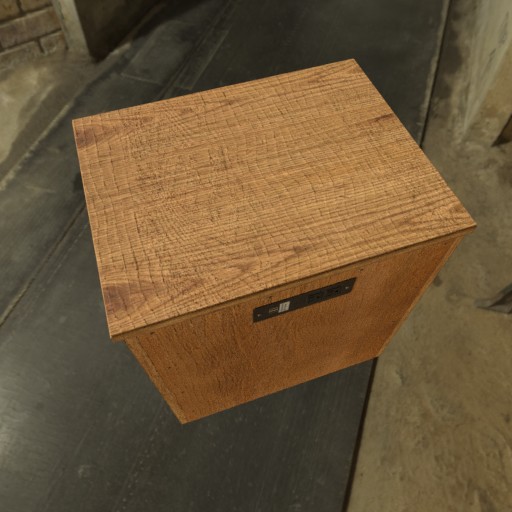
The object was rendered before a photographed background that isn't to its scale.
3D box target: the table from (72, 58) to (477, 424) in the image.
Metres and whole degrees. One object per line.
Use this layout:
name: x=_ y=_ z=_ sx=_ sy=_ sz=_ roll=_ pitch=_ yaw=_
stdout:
table: x=0.000 y=0.000 z=1.060 sx=0.601 sy=0.625 sz=0.494 roll=-16 pitch=60 yaw=-10
